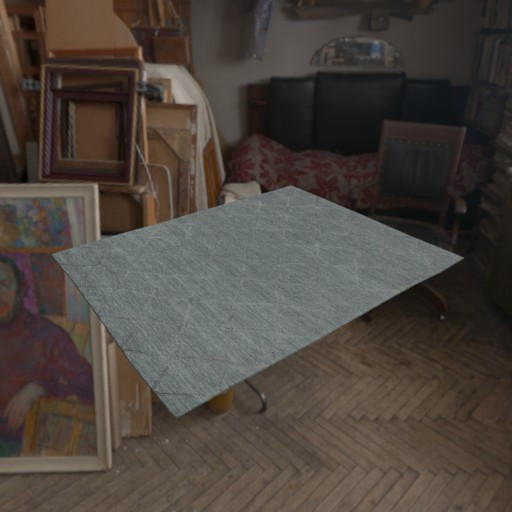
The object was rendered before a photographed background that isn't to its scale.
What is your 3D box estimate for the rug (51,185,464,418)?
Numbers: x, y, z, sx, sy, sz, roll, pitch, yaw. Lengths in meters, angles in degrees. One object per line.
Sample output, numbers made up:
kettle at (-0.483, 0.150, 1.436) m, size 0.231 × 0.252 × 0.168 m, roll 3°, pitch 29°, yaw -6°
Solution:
rug at (0.000, 0.000, 4.145) m, size 3.048 × 0.013 × 2.438 m, roll -21°, pitch 35°, yaw -32°
